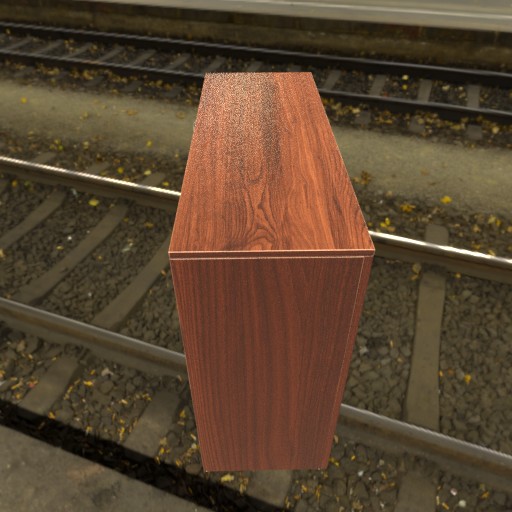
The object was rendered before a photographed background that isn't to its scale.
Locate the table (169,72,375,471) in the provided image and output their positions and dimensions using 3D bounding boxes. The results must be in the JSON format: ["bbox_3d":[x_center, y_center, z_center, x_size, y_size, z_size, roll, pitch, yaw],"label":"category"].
[{"bbox_3d":[0.000,0.000,1.346,0.380,0.790,0.930,-1,40,-1],"label":"table"}]
